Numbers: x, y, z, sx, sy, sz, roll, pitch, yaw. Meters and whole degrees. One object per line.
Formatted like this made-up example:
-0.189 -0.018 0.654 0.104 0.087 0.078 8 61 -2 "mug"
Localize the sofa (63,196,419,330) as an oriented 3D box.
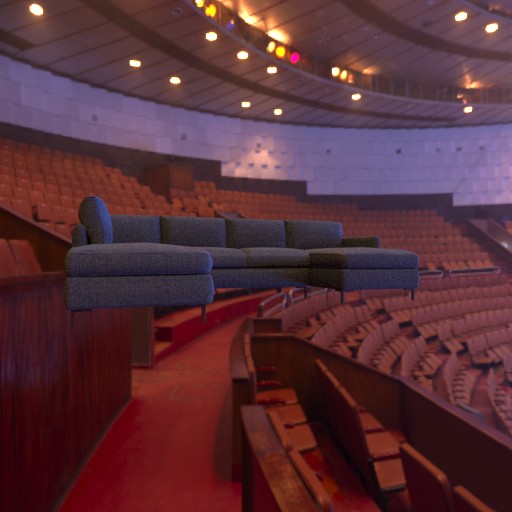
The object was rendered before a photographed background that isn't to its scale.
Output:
0.000 0.000 3.537 2.737 0.753 1.879 0 0 -21 "sofa"
